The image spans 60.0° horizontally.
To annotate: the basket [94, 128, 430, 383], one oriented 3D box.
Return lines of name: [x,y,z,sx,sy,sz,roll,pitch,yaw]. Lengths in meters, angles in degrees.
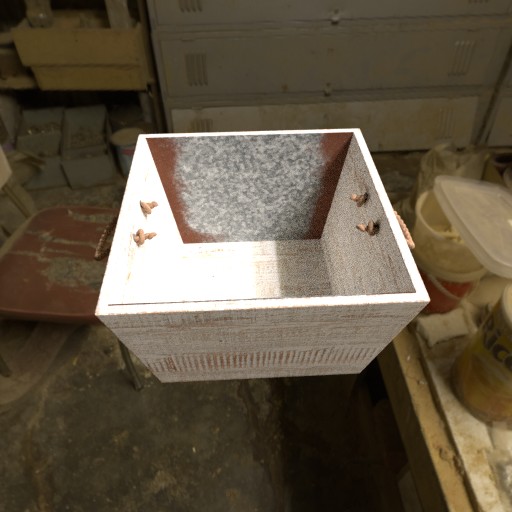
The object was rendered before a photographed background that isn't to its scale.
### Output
basket: [0.000,0.000,0.775,0.545,0.247,0.413,-2,46,-2]
